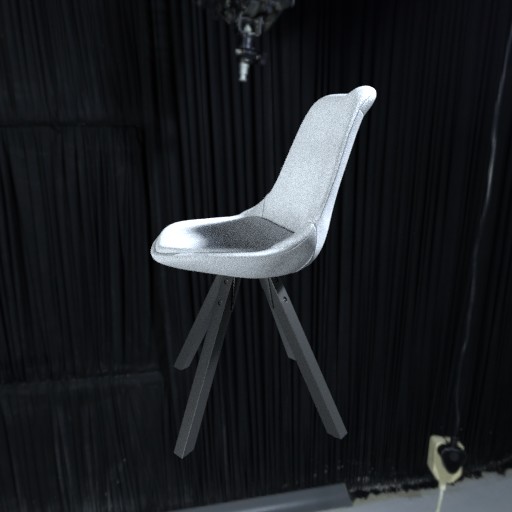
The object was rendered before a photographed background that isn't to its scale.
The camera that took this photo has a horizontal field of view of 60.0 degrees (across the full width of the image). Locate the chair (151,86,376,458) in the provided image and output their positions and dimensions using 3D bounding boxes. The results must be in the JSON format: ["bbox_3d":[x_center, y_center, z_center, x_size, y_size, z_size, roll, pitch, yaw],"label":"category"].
[{"bbox_3d":[0.000,0.000,1.199,0.550,0.850,0.485,-3,15,-10],"label":"chair"}]
